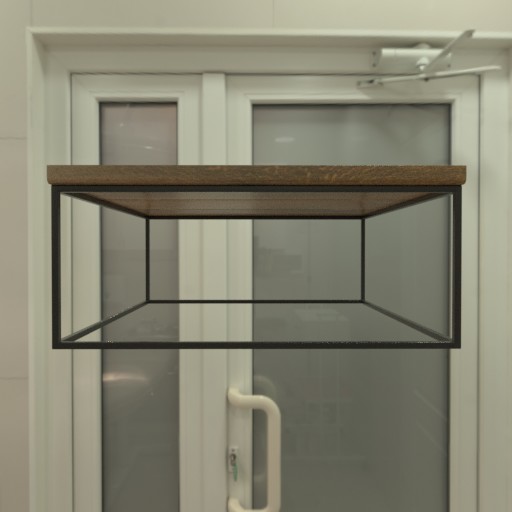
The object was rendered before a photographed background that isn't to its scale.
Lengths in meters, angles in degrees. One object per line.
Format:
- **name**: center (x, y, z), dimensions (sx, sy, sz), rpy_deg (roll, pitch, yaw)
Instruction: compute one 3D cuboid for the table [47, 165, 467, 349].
- **table**: center (0.000, 0.000, 1.402), dimensions (0.900, 0.400, 0.900), rpy_deg (0, 1, 0)
